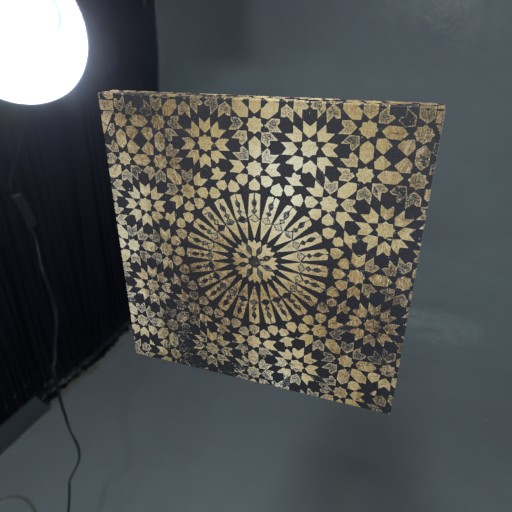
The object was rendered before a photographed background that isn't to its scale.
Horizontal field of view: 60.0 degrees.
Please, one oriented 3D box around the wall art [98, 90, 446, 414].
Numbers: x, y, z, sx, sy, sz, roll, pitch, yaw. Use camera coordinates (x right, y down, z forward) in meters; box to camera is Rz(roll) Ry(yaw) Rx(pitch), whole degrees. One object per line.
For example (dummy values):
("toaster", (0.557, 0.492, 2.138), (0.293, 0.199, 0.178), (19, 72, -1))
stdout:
("wall art", (0.000, 0.000, 0.597), (0.405, 0.405, 0.038), (9, 27, 17))
